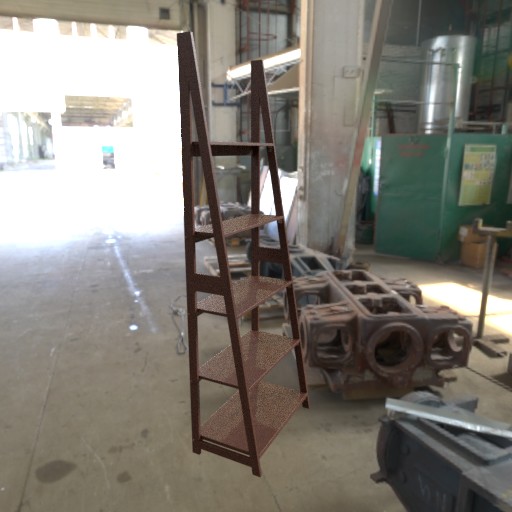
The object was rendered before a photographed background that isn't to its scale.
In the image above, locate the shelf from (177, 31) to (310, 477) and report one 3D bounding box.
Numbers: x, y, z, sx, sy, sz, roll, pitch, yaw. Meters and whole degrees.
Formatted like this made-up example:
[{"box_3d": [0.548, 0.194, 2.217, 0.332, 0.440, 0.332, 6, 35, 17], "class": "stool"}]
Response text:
[{"box_3d": [0.000, 0.000, 2.012, 0.350, 1.770, 0.600, 7, 15, 27], "class": "shelf"}]
